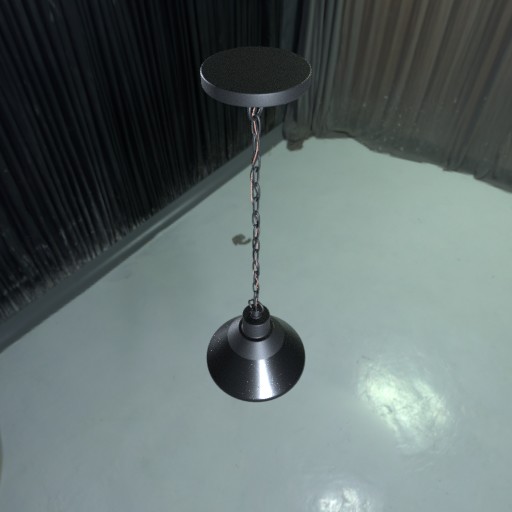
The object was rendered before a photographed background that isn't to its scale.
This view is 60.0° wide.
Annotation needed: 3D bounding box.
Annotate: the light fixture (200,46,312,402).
[{"bbox_3d":[0.000,0.000,0.692,0.201,0.588,0.201,25,51,22],"label":"light fixture"}]
